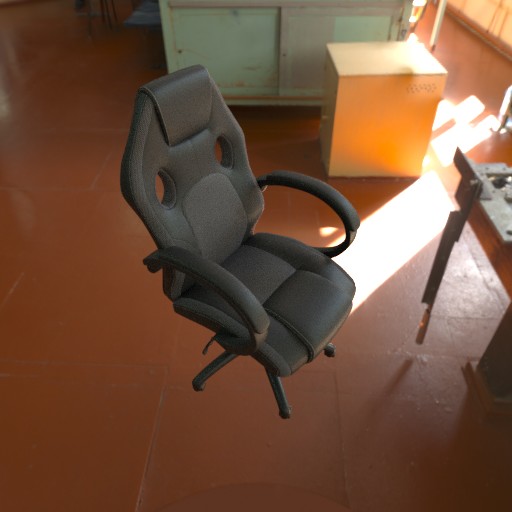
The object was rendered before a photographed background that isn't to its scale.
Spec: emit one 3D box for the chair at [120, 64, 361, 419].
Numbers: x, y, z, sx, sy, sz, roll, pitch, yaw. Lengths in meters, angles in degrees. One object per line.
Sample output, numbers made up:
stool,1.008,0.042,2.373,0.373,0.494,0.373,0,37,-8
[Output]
chair,0.000,0.000,1.633,0.724,1.187,0.673,26,47,26
